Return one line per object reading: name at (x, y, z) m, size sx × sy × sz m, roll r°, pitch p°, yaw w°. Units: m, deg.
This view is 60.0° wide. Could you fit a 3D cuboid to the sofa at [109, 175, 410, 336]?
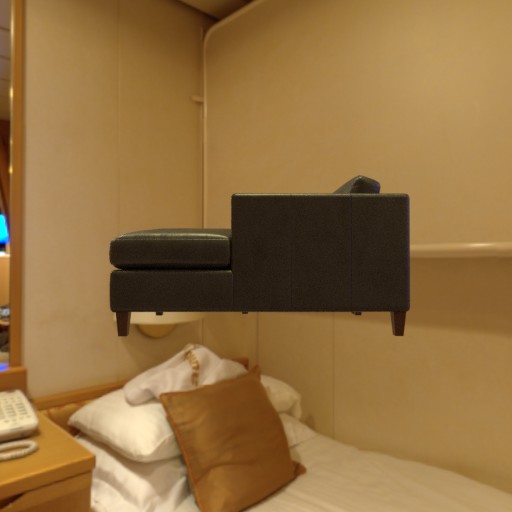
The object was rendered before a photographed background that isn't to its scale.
sofa at (0.000, 0.000, 3.883) m, size 1.581 × 0.883 × 3.203 m, roll 0°, pitch -1°, yaw 0°
